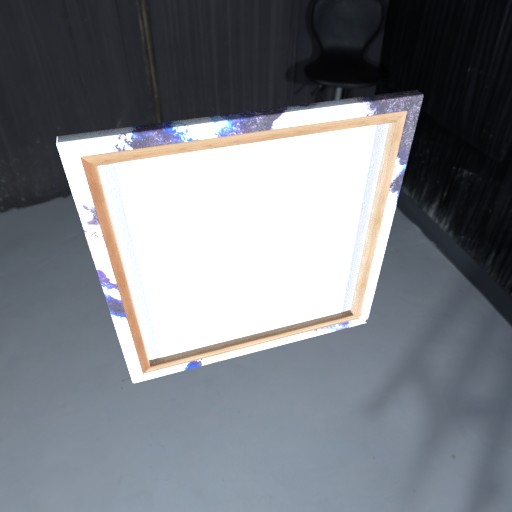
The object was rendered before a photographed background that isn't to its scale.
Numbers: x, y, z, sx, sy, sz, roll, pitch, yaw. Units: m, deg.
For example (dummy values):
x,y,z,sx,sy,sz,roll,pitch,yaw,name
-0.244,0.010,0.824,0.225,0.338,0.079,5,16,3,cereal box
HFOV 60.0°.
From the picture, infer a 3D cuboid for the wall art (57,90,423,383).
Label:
x,y,z,sx,sy,sz,roll,pitch,yaw,name
0.000,0.000,1.329,0.887,0.885,0.038,-12,42,-13,wall art
